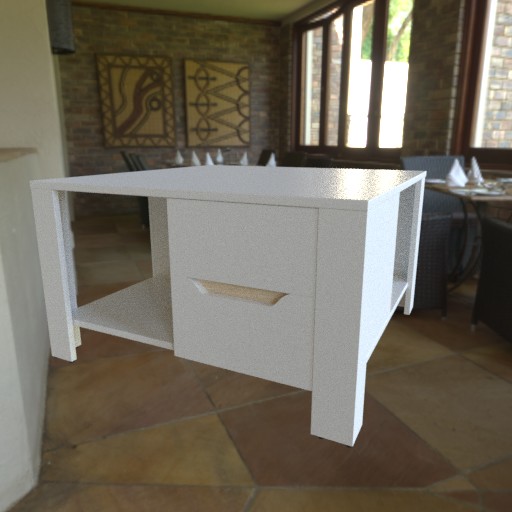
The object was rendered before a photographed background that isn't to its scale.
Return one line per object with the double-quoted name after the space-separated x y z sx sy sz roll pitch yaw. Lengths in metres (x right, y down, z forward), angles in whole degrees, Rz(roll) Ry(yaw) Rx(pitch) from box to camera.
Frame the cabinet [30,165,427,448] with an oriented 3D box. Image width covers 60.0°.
0.000 0.000 1.279 0.800 0.460 0.800 7 16 26 "cabinet"
